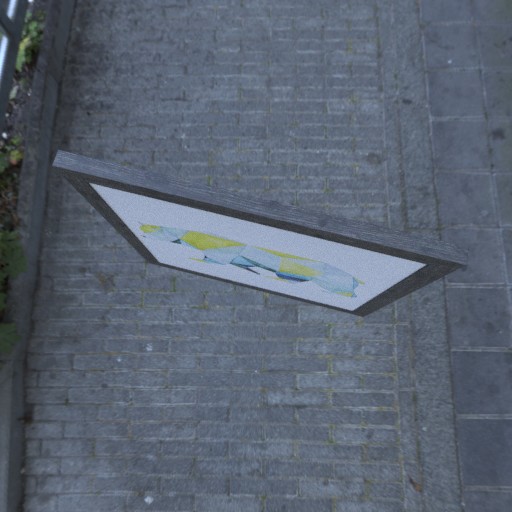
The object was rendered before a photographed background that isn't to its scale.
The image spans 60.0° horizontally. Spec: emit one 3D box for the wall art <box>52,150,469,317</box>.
[{"bbox_3d":[0.000,0.000,0.704,0.462,0.459,0.027,14,76,4],"label":"wall art"}]
